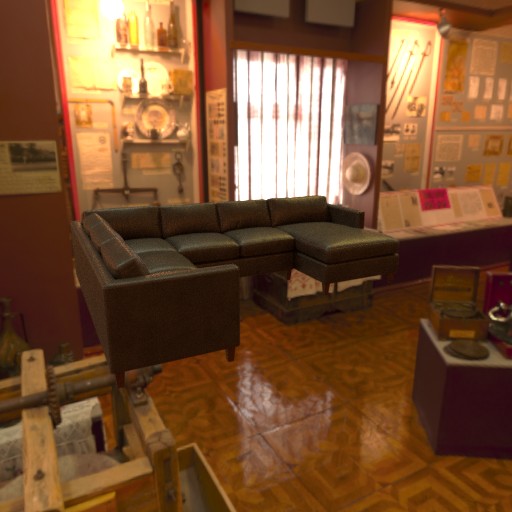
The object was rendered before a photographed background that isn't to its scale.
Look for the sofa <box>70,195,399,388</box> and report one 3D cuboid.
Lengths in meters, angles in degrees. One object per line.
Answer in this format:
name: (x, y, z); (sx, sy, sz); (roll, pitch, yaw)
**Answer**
sofa: (0.000, 0.000, 4.580); (3.324, 0.891, 2.452); (-7, 17, -25)
